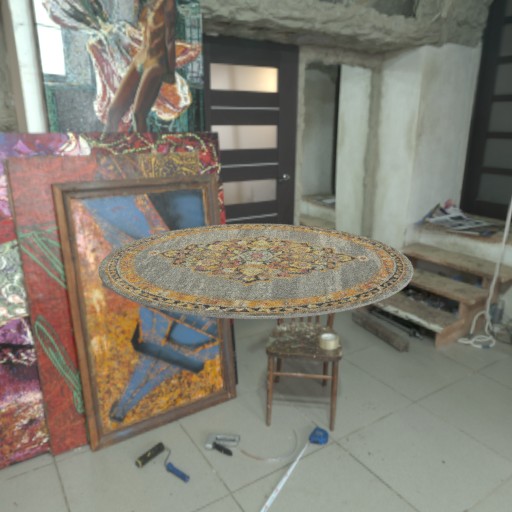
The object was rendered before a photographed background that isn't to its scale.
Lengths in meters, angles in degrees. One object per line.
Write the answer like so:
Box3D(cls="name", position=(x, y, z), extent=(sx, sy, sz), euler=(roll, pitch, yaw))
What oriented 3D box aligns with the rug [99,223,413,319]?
Box3D(cls="rug", position=(0.000, 0.000, 3.540), extent=(2.382, 0.014, 2.382), euler=(0, 16, 0))
